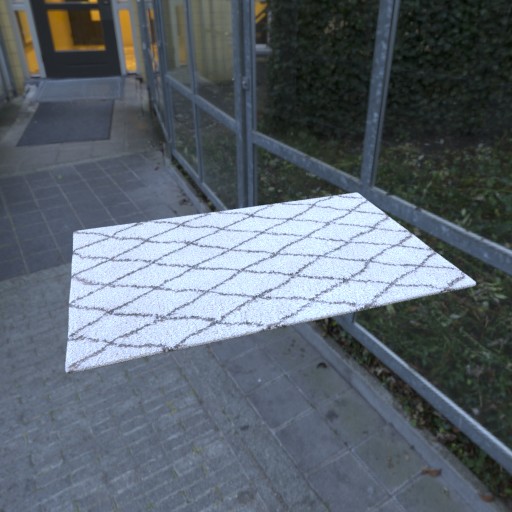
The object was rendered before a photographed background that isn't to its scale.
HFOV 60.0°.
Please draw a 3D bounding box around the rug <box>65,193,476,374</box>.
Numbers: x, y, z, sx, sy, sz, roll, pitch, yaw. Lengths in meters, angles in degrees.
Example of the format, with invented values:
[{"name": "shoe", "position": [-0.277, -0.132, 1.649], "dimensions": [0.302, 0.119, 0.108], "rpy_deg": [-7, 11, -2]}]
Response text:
[{"name": "rug", "position": [0.000, 0.000, 3.089], "dimensions": [2.438, 0.030, 1.524], "rpy_deg": [-10, 32, -15]}]
